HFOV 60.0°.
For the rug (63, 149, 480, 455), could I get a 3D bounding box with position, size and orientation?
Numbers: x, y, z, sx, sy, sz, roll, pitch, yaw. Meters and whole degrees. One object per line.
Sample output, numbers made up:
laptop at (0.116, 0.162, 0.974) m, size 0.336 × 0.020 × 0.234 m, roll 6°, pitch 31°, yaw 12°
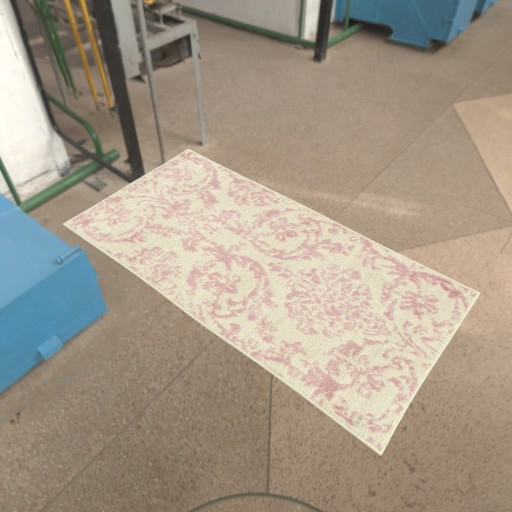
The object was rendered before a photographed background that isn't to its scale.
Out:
rug at (0.000, 0.000, 1.415) m, size 1.219 × 0.007 × 0.604 m, roll 31°, pitch 53°, yaw 26°
